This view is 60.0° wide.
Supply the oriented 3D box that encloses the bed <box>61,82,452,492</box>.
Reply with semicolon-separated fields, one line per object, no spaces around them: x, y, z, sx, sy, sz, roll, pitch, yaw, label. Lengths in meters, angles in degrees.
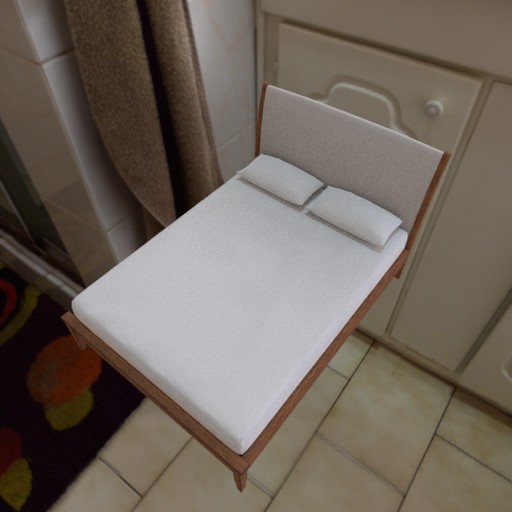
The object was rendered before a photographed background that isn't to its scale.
0.000;0.000;2.918;1.502;1.135;2.108;31;55;24;bed
